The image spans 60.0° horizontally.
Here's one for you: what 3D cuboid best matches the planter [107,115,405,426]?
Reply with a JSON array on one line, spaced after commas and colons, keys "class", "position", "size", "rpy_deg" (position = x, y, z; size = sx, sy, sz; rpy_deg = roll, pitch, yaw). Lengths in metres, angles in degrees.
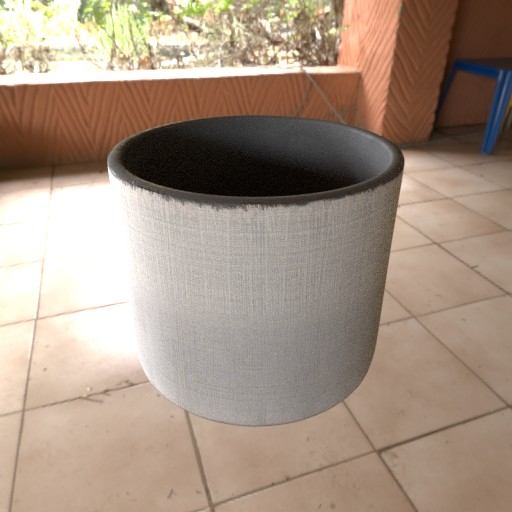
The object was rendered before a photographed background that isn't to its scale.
[{"class": "planter", "position": [0.000, 0.000, 0.440], "size": [0.254, 0.221, 0.254], "rpy_deg": [0, 30, 0]}]
